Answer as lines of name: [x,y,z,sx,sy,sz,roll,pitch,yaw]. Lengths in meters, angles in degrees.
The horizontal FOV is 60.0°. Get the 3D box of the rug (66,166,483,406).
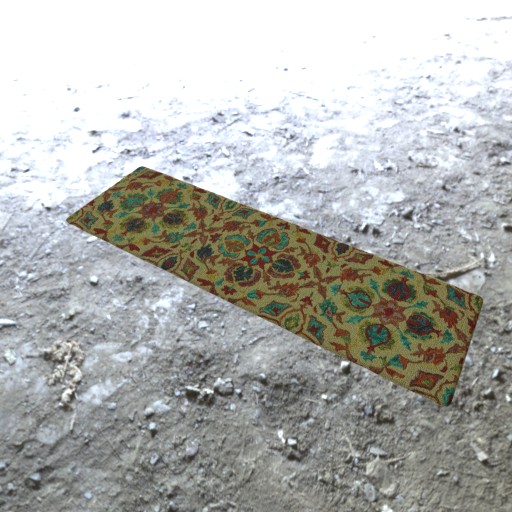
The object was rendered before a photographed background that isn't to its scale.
rug: [0.000,0.000,2.439,2.273,0.016,0.693,23,50,22]
